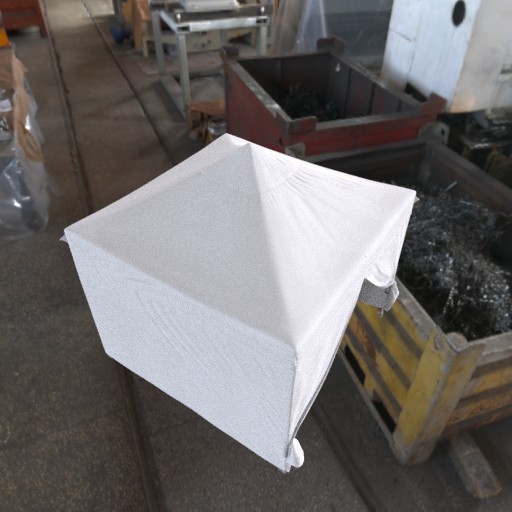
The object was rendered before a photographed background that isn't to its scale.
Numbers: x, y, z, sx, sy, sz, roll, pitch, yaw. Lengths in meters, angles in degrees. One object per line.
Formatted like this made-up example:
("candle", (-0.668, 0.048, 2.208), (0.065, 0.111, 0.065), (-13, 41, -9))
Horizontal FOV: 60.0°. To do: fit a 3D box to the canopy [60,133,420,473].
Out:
("canopy", (0.000, 0.000, 5.496), (3.121, 2.997, 3.043), (24, 46, 25))
